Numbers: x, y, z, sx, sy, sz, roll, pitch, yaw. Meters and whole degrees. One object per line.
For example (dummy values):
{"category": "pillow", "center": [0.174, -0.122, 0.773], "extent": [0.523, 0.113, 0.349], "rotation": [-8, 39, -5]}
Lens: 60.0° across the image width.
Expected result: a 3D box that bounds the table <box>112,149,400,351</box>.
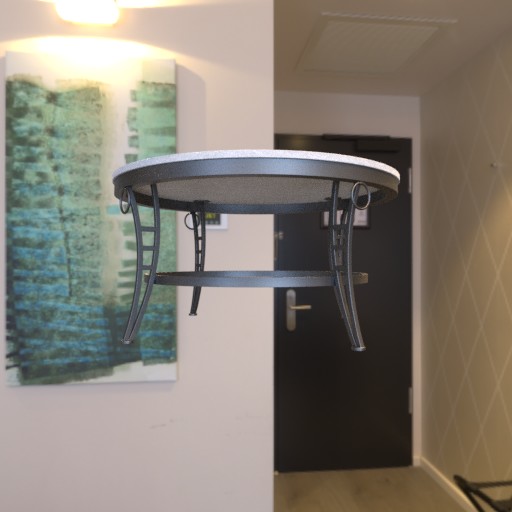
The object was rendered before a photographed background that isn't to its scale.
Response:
{"category": "table", "center": [0.000, 0.000, 1.439], "extent": [0.889, 0.470, 0.889], "rotation": [0, -1, 0]}
